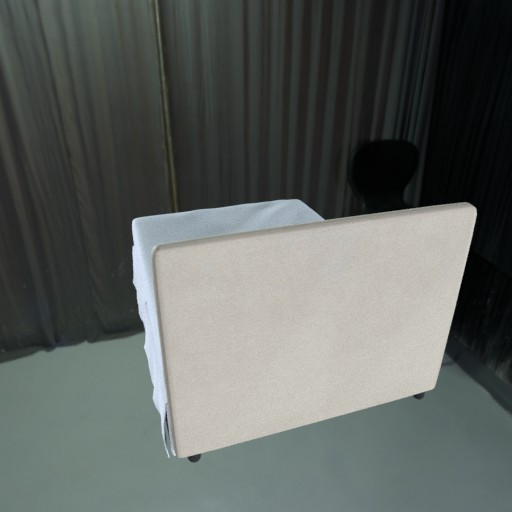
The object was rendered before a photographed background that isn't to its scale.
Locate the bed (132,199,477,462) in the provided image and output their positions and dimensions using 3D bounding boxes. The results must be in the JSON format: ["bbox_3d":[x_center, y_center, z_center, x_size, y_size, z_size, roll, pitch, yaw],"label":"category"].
[{"bbox_3d":[0.000,0.000,3.199,1.723,1.330,2.142,-9,28,-16],"label":"bed"}]
